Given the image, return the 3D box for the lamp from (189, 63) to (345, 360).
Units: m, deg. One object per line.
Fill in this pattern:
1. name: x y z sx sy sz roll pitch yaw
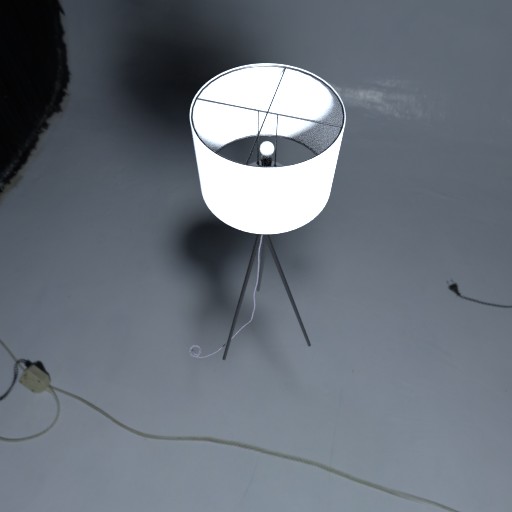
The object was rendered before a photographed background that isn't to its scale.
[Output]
1. lamp: 0.000 0.000 1.935 0.667 1.624 0.522 14 59 8
